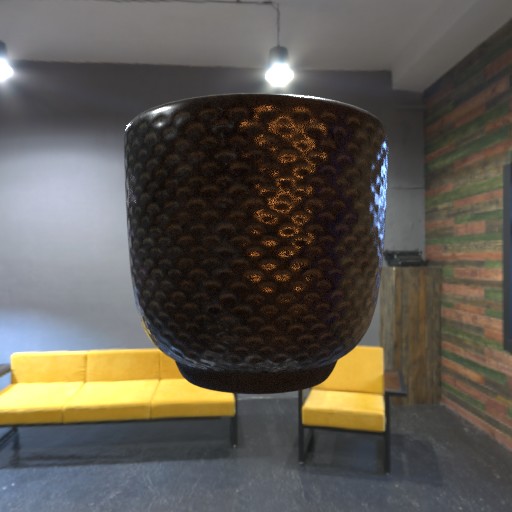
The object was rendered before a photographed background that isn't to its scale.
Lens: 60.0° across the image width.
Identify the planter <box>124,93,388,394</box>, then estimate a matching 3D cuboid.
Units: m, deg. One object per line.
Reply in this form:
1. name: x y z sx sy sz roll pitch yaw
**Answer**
1. planter: 0.000 0.000 0.243 0.140 0.129 0.140 0 -1 0
